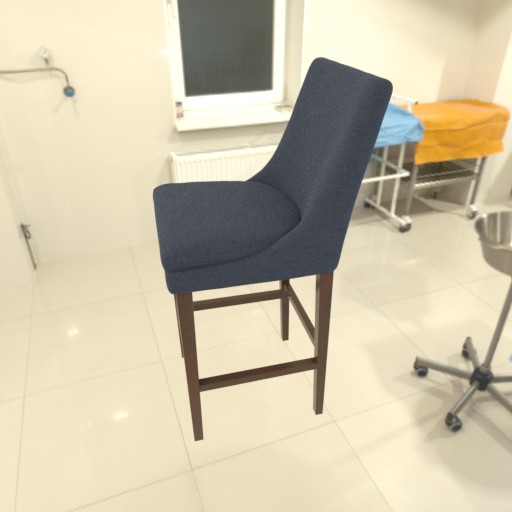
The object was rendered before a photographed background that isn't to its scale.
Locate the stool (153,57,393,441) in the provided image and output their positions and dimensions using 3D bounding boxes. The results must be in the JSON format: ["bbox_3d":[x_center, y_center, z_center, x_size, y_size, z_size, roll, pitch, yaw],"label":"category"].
[{"bbox_3d":[0.000,0.000,1.377,0.577,1.078,0.470,-7,32,-12],"label":"stool"}]
